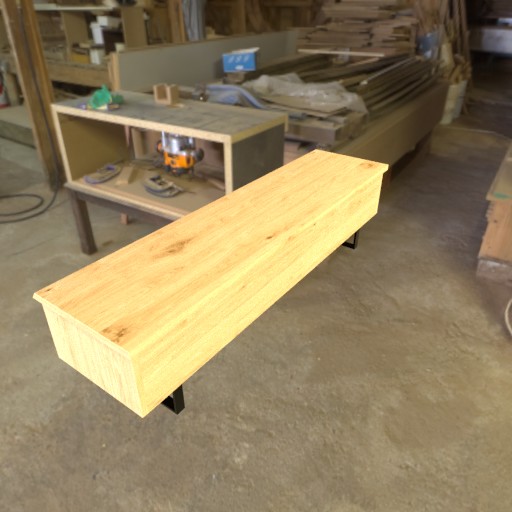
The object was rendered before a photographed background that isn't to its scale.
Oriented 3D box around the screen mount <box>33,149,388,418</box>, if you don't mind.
[{"bbox_3d":[0.000,0.000,1.925,0.450,0.430,1.700,21,37,30],"label":"screen mount"}]
